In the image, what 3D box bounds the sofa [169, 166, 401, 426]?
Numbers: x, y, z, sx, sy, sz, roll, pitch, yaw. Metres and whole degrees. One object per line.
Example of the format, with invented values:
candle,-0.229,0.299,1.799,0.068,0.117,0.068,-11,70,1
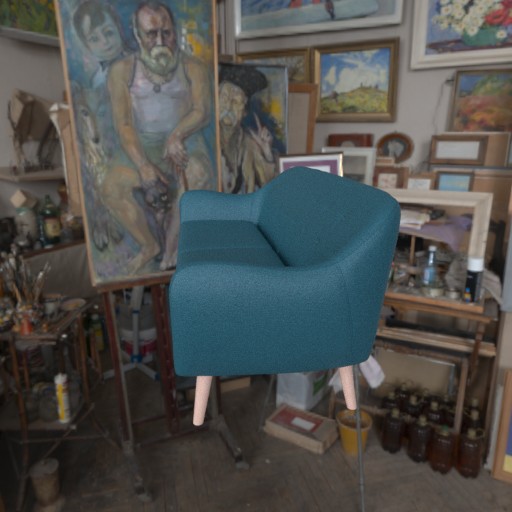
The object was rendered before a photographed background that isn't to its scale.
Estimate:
sofa,0.000,0.000,2.291,0.820,0.836,1.840,-2,16,-8
